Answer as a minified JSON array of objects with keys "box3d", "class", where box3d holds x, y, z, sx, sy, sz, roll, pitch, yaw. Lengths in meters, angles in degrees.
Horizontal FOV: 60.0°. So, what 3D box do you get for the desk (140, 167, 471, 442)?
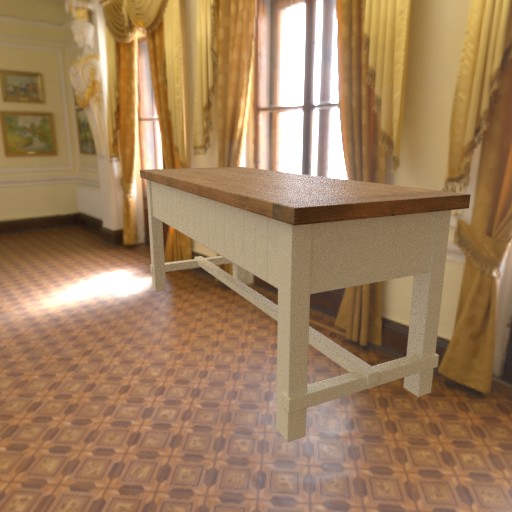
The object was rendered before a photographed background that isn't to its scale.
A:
[{"box3d":[0.000,0.000,2.201,0.688,0.762,1.803,-7,16,-26],"class":"desk"}]
